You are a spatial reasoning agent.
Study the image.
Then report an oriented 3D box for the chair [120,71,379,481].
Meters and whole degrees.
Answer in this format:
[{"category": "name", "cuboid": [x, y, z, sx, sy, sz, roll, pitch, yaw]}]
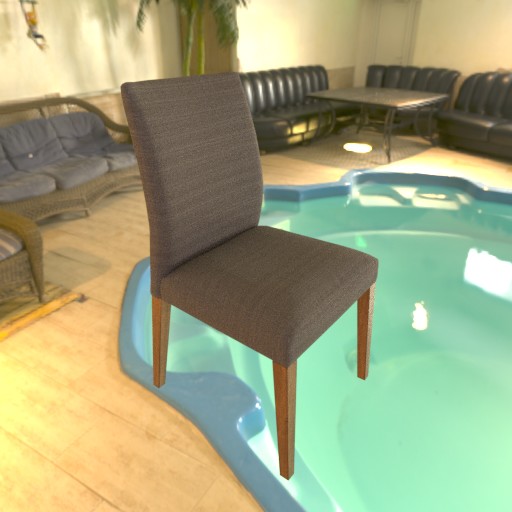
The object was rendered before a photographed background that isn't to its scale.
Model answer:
[{"category": "chair", "cuboid": [0.000, 0.000, 1.279, 0.585, 0.940, 0.496, 19, 33, 32]}]
